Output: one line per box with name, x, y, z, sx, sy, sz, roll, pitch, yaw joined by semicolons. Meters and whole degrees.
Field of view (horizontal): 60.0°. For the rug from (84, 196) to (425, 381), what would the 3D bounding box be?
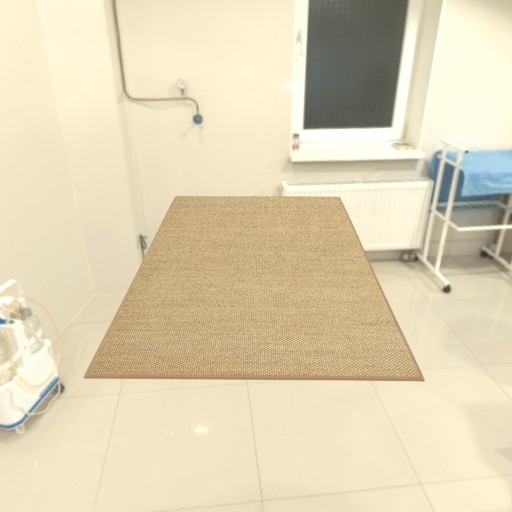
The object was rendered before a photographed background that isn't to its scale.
rug;0.000;0.000;2.108;1.061;0.012;1.668;0;27;1
